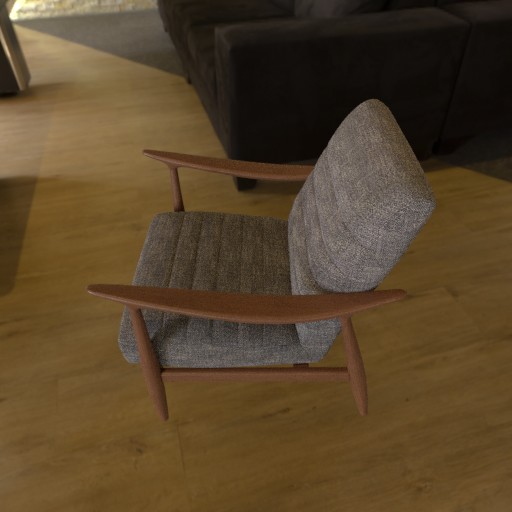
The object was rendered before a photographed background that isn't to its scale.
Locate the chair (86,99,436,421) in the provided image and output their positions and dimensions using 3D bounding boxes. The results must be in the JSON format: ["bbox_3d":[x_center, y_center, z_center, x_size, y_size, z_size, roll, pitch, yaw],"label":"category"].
[{"bbox_3d":[0.000,0.000,1.411,0.798,0.832,0.741,0,42,0],"label":"chair"}]
